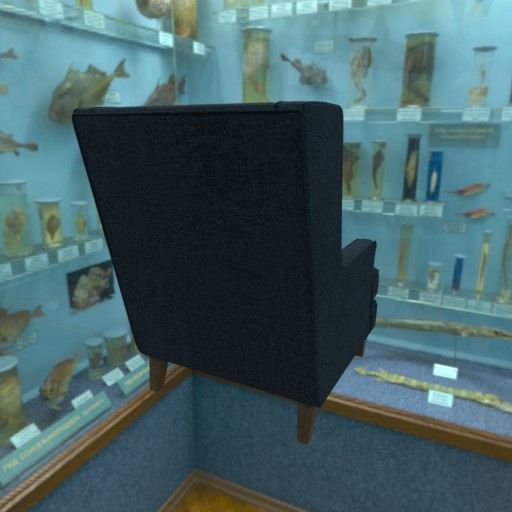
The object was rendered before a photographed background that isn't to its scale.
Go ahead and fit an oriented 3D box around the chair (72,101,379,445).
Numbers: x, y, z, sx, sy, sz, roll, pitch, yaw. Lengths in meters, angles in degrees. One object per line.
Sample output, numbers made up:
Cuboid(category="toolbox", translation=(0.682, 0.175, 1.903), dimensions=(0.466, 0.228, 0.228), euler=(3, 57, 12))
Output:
Cuboid(category="chair", translation=(0.000, 0.000, 1.698), dimensions=(0.764, 1.072, 0.947), euler=(9, 18, 27))
